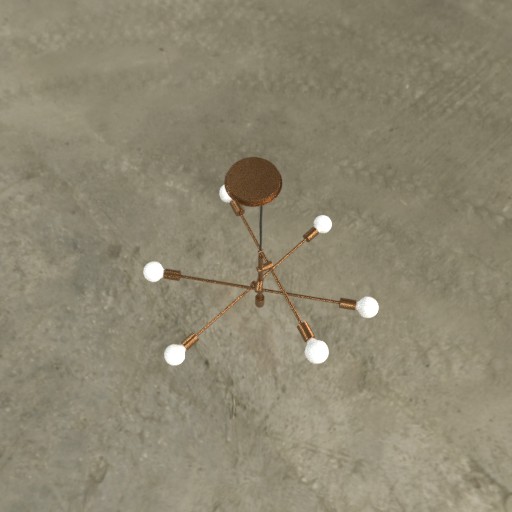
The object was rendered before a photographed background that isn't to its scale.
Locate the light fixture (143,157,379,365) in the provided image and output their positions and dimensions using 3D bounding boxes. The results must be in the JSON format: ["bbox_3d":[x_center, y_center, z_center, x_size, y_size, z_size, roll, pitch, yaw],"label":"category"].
[{"bbox_3d":[0.000,0.000,1.254,0.682,0.744,0.637,-13,64,-7],"label":"light fixture"}]
